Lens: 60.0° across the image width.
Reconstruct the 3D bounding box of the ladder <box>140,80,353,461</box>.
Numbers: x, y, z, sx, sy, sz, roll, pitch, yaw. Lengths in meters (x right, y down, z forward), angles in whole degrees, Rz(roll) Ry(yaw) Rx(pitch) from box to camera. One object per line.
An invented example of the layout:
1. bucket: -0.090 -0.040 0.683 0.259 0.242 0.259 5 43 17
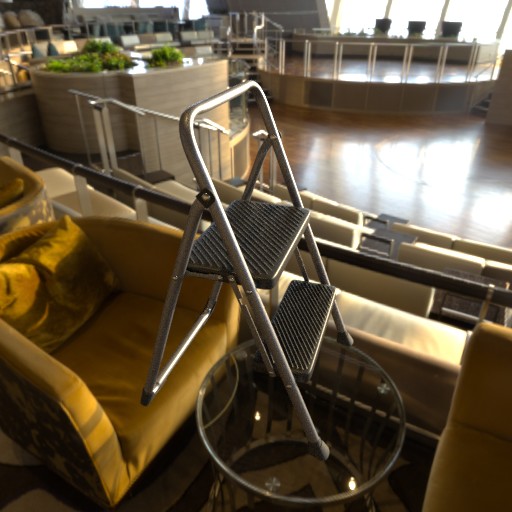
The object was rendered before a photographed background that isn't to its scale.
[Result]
1. ladder: 0.000 0.000 1.028 0.472 0.720 0.430 10 32 16
